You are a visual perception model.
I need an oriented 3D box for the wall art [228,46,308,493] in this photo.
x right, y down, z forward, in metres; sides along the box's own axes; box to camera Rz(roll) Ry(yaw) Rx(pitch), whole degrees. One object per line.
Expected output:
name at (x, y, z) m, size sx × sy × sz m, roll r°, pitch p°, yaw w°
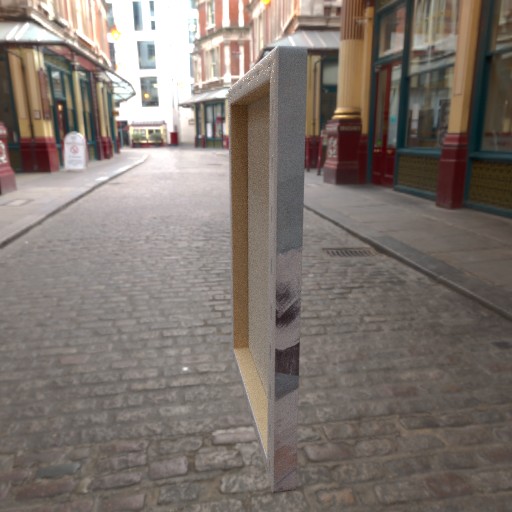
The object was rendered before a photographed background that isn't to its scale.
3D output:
wall art at (0.000, 0.000, 0.798) m, size 0.037 × 0.613 × 0.455 m, roll -3°, pitch 15°, yaw -10°
